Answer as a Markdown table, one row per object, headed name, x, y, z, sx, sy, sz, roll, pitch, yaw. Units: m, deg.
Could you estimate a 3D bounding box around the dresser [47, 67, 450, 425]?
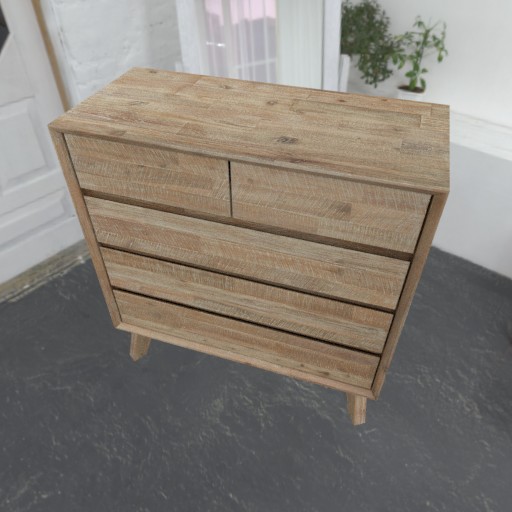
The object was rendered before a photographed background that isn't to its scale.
| name | x | y | z | sx | sy | sz | roll | pitch | yaw |
| --- | --- | --- | --- | --- | --- | --- | --- | --- | --- |
| dresser | 0.000 | 0.000 | 1.543 | 0.998 | 1.029 | 0.455 | 12 | 43 | 13 |
